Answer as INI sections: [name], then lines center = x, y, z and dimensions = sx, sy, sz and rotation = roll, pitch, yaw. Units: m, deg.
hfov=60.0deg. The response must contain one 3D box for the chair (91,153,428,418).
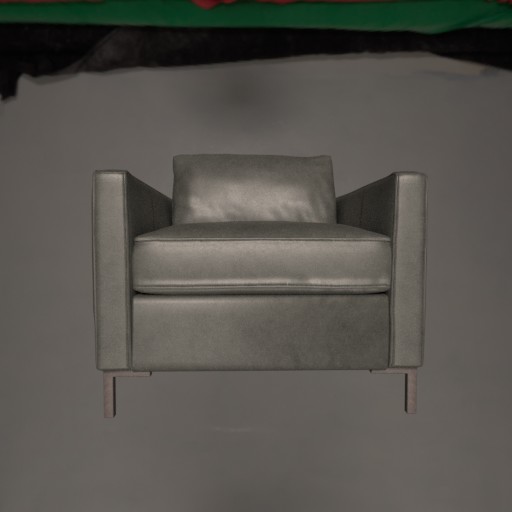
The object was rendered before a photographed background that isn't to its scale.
[chair]
center = 0.000, 0.000, 1.495
dimensions = 0.967, 0.824, 0.861
rotation = 0, 2, -2
